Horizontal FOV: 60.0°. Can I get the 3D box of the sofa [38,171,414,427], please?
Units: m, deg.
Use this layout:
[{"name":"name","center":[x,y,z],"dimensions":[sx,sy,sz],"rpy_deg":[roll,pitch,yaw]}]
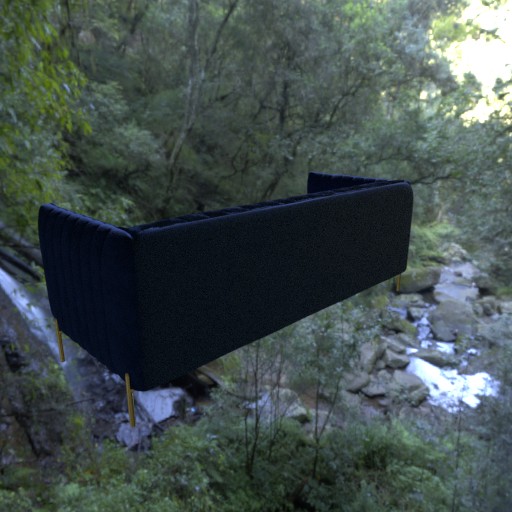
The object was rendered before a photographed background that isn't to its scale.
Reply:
[{"name":"sofa","center":[0.000,0.000,2.589],"dimensions":[2.136,0.793,0.896],"rpy_deg":[-16,23,-42]}]
